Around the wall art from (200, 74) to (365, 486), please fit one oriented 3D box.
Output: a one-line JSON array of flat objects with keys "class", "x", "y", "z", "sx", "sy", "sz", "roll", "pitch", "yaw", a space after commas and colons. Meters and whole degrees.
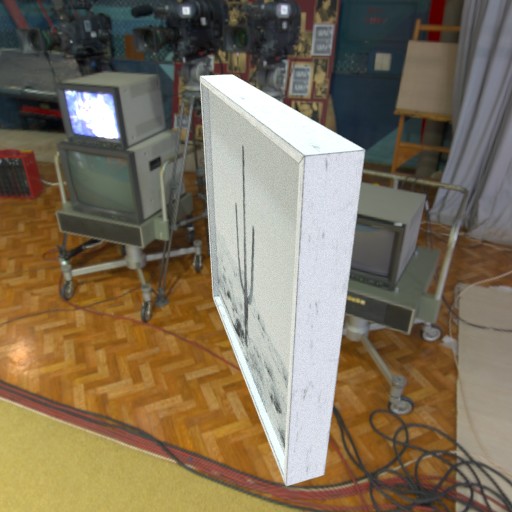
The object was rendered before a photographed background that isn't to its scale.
[{"class": "wall art", "x": 0.000, "y": 0.000, "z": 0.453, "sx": 0.038, "sy": 0.305, "sz": 0.305, "roll": -9, "pitch": 31, "yaw": -15}]
